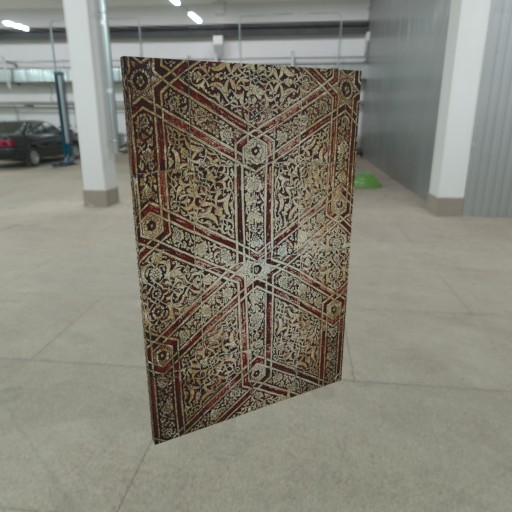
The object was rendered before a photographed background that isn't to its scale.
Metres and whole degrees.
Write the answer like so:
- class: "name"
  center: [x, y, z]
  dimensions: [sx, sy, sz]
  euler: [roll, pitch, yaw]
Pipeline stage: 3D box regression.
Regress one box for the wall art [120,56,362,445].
- class: "wall art"
  center: [0.000, 0.000, 1.137]
  dimensions: [0.599, 0.904, 0.030]
  euler: [-9, 20, -27]
